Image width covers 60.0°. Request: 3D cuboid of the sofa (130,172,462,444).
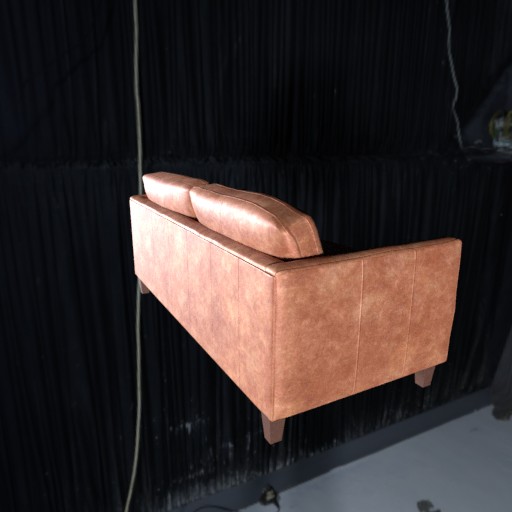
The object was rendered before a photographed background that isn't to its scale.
[{"bbox_3d":[0.000,0.000,2.478,0.923,0.863,1.971,-8,17,-27],"label":"sofa"}]
